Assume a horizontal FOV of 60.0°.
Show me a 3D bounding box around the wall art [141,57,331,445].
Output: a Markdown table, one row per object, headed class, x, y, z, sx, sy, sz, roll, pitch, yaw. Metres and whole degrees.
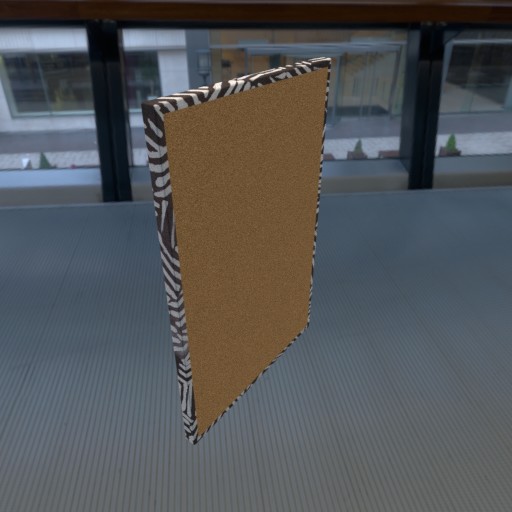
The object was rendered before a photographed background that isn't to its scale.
| class | x | y | z | sx | sy | sz | roll | pitch | yaw |
| --- | --- | --- | --- | --- | --- | --- | --- | --- | --- |
| wall art | 0.000 | 0.000 | 1.198 | 0.035 | 0.918 | 0.615 | 22 | 38 | 30 |
